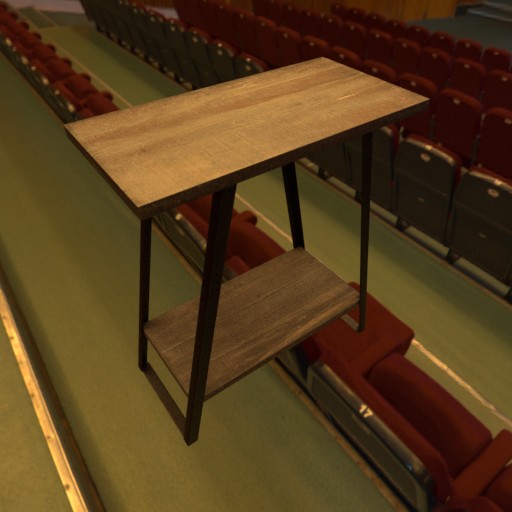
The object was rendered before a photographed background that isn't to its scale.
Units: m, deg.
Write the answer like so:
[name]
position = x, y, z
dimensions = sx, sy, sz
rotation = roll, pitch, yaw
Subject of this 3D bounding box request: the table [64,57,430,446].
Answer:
[table]
position = 0.000, 0.000, 1.033
dimensions = 0.599, 0.701, 0.300
rotation = -26, 48, -26
